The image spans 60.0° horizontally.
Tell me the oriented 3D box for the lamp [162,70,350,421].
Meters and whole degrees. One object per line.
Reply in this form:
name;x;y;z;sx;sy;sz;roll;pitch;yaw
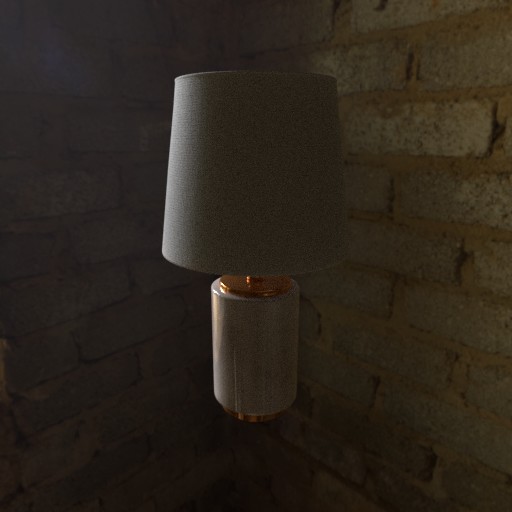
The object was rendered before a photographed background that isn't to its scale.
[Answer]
lamp;0.000;0.000;0.460;0.189;0.340;0.189;0;16;0
